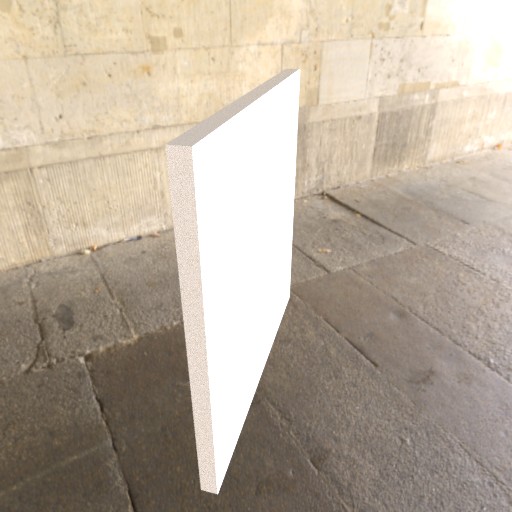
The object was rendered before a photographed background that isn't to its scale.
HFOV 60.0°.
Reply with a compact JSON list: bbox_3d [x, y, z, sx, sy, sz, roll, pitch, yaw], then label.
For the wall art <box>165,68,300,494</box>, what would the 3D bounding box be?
[{"bbox_3d":[0.000,0.000,0.800,0.028,0.559,0.559,8,31,13],"label":"wall art"}]
